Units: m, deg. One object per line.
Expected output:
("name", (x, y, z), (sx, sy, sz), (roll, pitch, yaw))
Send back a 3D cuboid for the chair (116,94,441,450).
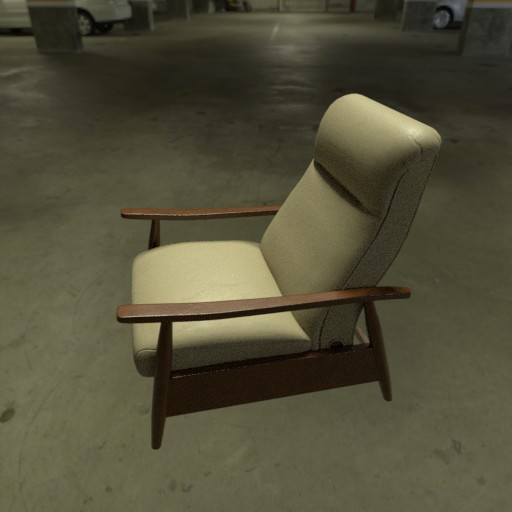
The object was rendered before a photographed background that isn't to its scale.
("chair", (0.000, 0.000, 1.733), (1.014, 1.082, 0.762), (-7, 32, -12))
